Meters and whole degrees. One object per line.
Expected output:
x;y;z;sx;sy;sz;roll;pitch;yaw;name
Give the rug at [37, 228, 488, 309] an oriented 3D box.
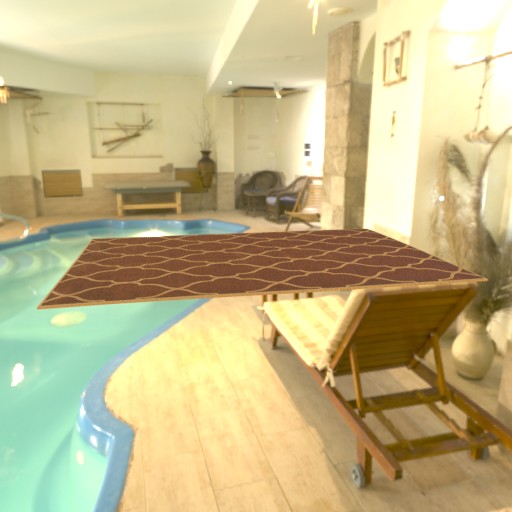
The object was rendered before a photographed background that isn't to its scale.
0.000;0.000;2.909;2.290;0.014;1.526;-3;14;-11;rug
